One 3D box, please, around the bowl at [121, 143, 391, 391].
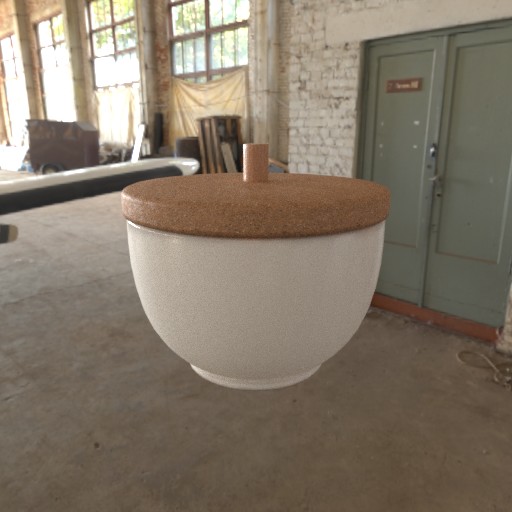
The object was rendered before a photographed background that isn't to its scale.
[{"bbox_3d":[0.000,0.000,0.225,0.126,0.110,0.126,0,16,0],"label":"bowl"}]
